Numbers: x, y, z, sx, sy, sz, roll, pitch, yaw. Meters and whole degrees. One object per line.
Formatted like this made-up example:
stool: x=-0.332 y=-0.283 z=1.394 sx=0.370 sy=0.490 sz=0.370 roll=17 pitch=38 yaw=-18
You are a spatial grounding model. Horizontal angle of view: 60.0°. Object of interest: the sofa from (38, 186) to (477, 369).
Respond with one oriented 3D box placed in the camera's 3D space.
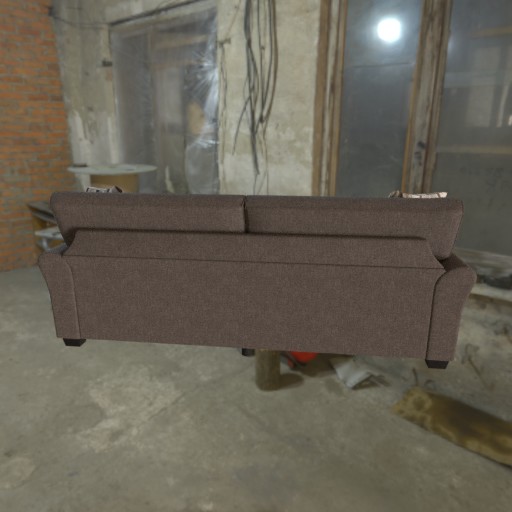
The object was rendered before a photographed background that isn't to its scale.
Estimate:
sofa: x=0.000 y=0.000 z=2.467 sx=2.032 sy=0.813 sz=0.889 roll=2 pitch=16 yaw=7
